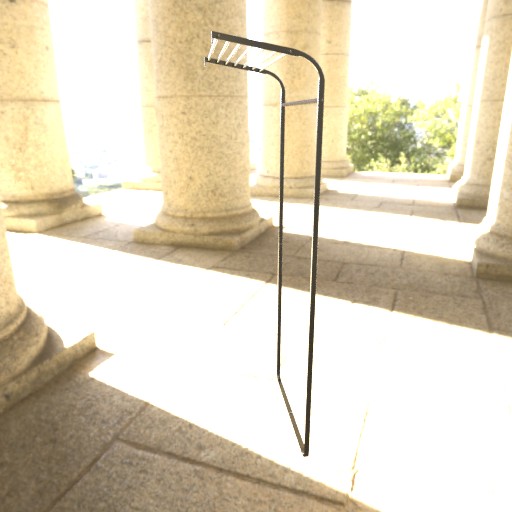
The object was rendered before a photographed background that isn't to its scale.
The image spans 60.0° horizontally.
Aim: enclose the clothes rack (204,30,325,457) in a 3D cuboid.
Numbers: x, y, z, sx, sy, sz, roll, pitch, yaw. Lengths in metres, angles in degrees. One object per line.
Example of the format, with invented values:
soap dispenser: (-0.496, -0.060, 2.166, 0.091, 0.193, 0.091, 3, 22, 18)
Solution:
clothes rack: (0.000, 0.000, 1.830, 0.349, 1.574, 0.609, -2, 18, -8)
